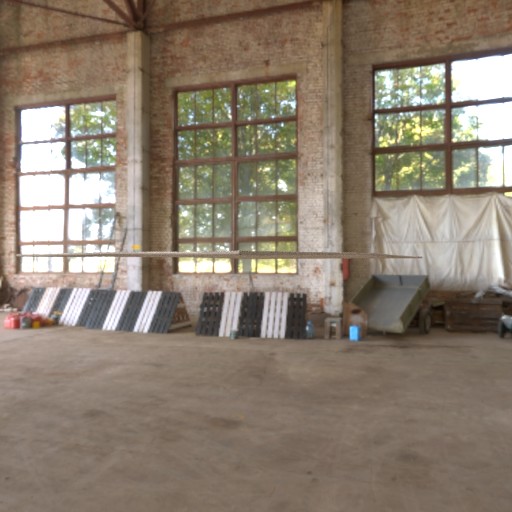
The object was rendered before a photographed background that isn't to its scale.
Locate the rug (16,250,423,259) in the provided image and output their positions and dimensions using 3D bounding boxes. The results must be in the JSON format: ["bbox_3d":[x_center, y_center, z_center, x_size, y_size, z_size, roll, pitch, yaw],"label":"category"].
[{"bbox_3d":[0.000,0.000,2.235,1.162,0.022,1.804,-1,-1,36],"label":"rug"}]
